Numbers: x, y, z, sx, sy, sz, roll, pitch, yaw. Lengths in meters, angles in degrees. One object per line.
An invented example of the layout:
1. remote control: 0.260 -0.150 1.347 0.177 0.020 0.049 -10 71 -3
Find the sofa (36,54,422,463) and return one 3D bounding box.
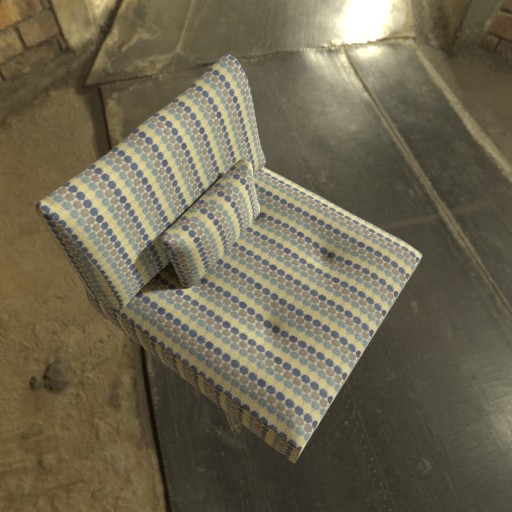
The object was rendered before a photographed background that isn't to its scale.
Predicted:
1. sofa: 0.000 0.000 1.642 1.000 0.830 0.930 32 63 18
